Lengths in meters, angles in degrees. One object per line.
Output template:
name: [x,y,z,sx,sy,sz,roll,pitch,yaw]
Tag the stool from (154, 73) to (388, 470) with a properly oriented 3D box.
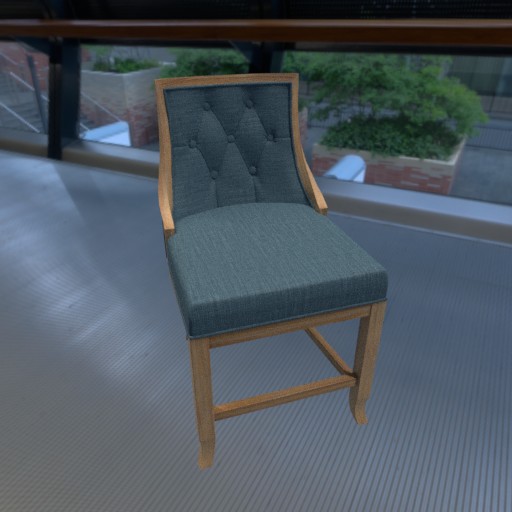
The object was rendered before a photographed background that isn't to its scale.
stool: [0.000,0.000,1.322,0.524,0.938,0.626,-9,31,-15]
